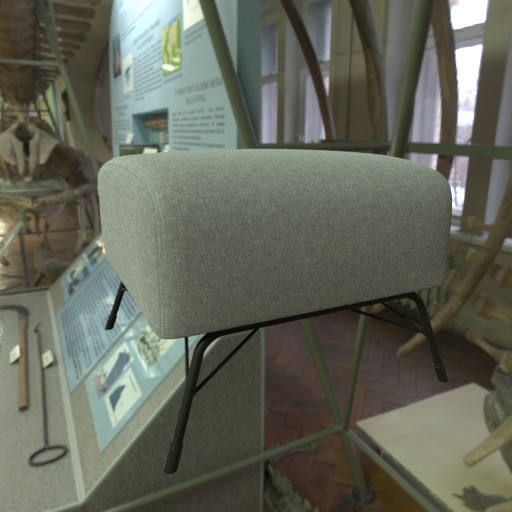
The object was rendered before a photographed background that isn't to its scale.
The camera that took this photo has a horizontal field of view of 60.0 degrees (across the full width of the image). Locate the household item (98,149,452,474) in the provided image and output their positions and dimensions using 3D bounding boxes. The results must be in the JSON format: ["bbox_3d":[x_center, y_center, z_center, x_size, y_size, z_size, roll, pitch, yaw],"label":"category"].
[{"bbox_3d":[0.000,0.000,0.873,0.530,0.410,0.530,-7,16,-26],"label":"household item"}]
